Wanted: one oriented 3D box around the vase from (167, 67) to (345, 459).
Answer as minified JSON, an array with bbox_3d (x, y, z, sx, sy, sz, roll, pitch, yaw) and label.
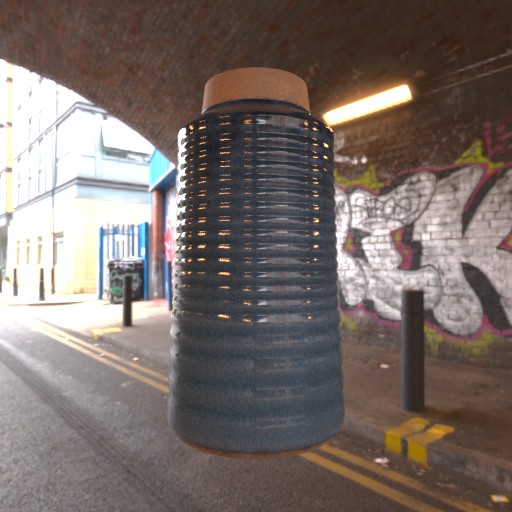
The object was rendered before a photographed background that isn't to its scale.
[{"bbox_3d":[0.000,0.000,0.417,0.163,0.316,0.163,0,-1,0],"label":"vase"}]
